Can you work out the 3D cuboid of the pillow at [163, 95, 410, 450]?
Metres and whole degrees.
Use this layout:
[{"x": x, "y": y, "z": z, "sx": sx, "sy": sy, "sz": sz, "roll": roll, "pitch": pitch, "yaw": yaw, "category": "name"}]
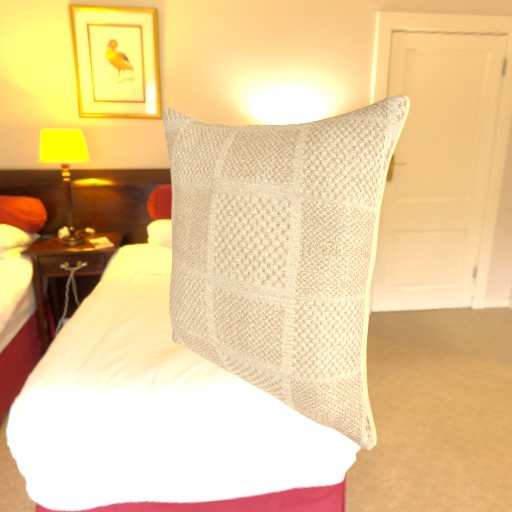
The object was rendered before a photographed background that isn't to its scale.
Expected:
[{"x": 0.000, "y": 0.000, "z": 0.659, "sx": 0.436, "sy": 0.432, "sz": 0.138, "roll": 15, "pitch": 22, "yaw": 43, "category": "pillow"}]
